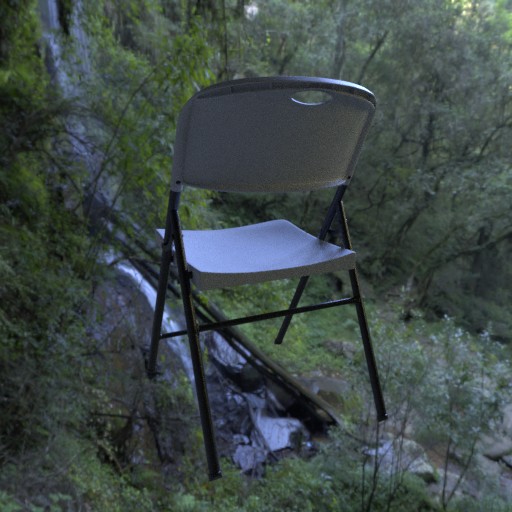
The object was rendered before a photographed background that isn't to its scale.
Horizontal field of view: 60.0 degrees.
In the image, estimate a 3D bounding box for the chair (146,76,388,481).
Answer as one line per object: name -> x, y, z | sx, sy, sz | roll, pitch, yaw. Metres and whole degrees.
chair -> 0.000, 0.000, 1.173 | 0.494, 0.810, 0.566 | -7, 14, -26
